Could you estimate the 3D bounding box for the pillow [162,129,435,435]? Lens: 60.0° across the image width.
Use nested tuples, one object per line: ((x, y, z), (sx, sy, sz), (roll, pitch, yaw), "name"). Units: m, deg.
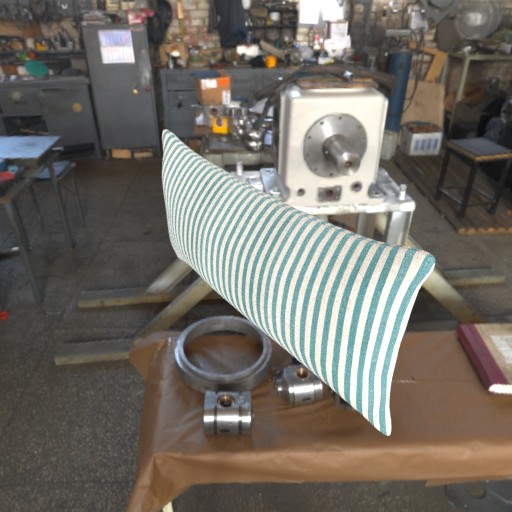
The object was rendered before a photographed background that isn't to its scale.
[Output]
((0.000, 0.000, 0.745), (0.151, 0.295, 0.617), (-21, 37, -31), "pillow")
